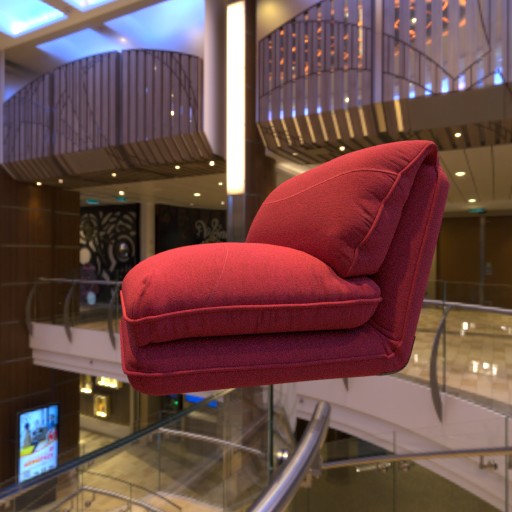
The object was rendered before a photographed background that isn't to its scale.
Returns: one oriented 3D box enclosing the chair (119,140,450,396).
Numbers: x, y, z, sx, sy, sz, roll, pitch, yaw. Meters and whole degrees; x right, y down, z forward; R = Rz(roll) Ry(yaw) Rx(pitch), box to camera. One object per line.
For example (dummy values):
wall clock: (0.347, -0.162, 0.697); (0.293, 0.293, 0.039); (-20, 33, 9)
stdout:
chair: (0.000, 0.000, 1.332); (0.780, 0.580, 0.820); (0, 0, -18)
